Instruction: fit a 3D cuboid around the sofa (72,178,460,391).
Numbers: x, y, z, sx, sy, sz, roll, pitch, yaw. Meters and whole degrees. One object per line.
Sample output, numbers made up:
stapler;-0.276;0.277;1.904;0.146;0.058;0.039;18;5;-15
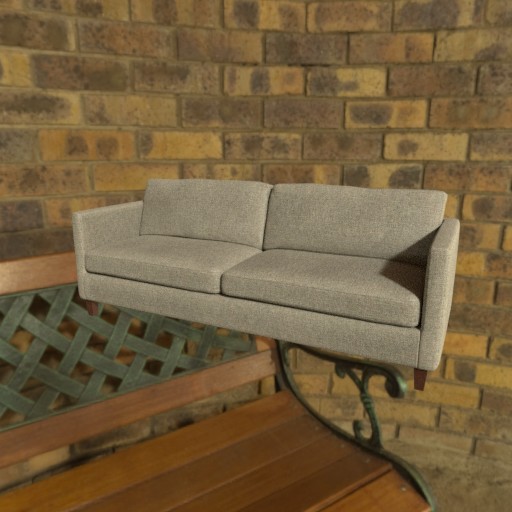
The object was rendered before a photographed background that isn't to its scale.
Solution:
sofa;0.000;0.000;2.980;2.434;0.951;0.948;7;16;25
